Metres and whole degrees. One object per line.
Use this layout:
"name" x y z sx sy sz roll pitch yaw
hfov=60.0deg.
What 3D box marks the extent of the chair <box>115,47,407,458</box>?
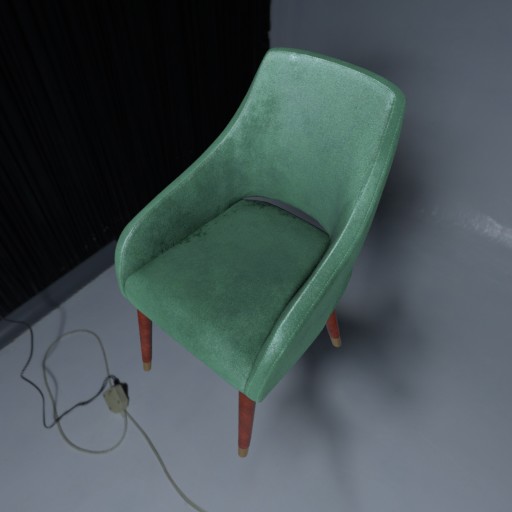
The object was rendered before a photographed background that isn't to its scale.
"chair" 0.000 0.000 1.510 0.683 1.081 0.794 32 54 26
